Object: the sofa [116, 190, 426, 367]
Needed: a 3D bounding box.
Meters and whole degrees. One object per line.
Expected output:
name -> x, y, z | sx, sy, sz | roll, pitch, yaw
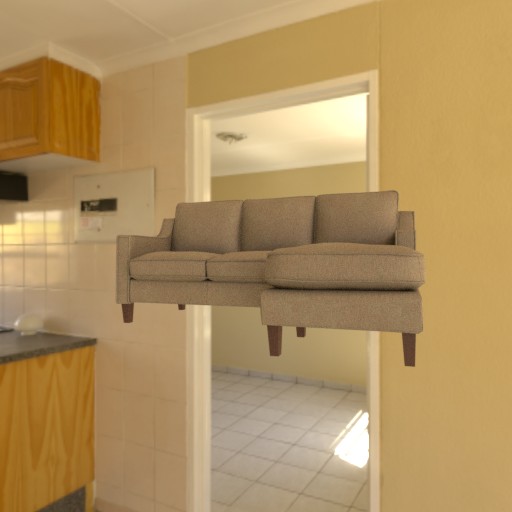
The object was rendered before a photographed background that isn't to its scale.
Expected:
sofa -> 0.000, 0.000, 3.305 | 2.317, 1.081, 1.858 | 0, 0, 19
